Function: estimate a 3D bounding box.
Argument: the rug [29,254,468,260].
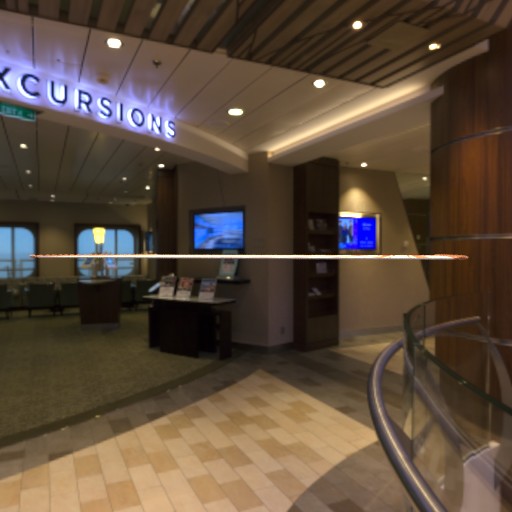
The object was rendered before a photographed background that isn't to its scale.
[{"bbox_3d":[0.000,0.000,2.555,2.092,0.017,1.232,0,0,18],"label":"rug"}]
